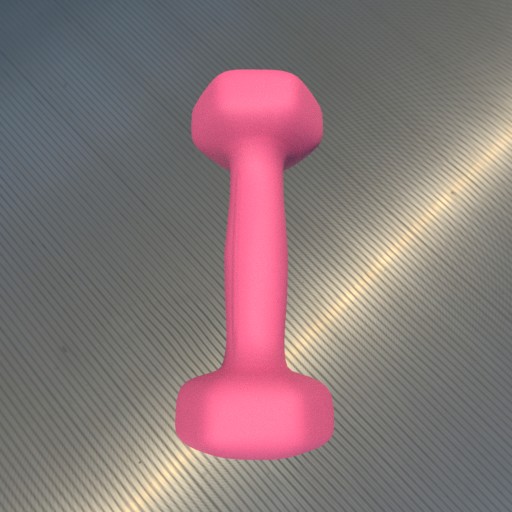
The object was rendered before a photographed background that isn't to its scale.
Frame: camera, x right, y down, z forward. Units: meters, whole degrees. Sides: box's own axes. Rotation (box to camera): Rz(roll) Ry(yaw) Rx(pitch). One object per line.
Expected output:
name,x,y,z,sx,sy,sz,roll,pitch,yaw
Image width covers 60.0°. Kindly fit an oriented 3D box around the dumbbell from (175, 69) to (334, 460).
dumbbell,0.000,0.000,0.176,0.058,0.053,0.146,1,74,0
